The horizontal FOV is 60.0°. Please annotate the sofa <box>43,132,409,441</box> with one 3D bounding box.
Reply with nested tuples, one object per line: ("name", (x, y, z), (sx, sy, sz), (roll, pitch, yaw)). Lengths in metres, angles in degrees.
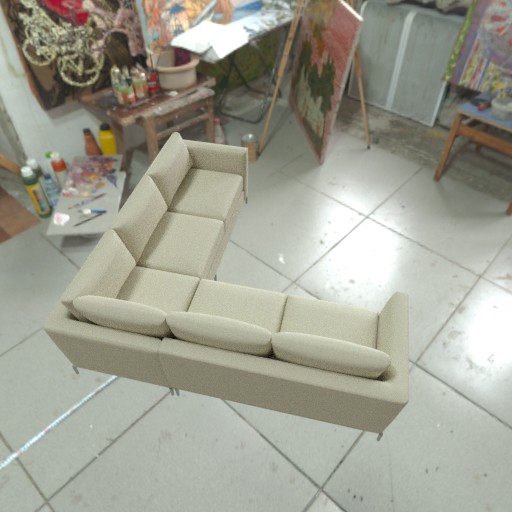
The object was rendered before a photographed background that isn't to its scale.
("sofa", (0.000, 0.000, 3.796), (2.430, 0.867, 2.448), (10, 47, 9))
